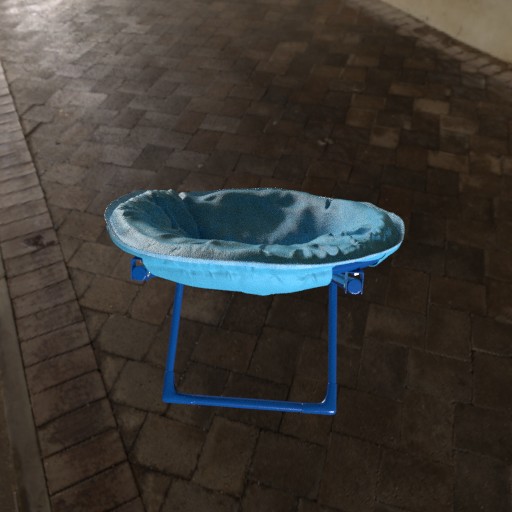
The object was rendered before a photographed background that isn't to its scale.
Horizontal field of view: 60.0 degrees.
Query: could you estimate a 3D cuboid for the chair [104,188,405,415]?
[{"bbox_3d":[0.000,0.000,0.890,0.520,0.478,0.465,3,48,3],"label":"chair"}]
